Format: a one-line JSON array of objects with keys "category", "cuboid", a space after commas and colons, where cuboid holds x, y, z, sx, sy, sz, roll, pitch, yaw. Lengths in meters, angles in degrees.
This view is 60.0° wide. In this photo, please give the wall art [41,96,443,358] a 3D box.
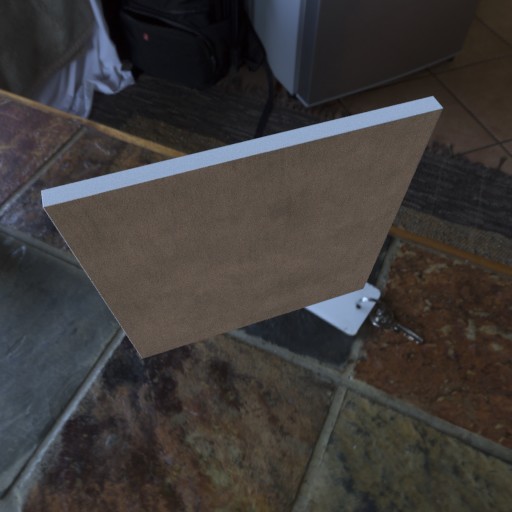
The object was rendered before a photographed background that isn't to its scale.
[{"category": "wall art", "cuboid": [0.000, 0.000, 0.677, 0.455, 0.453, 0.023, -16, 59, -10]}]
